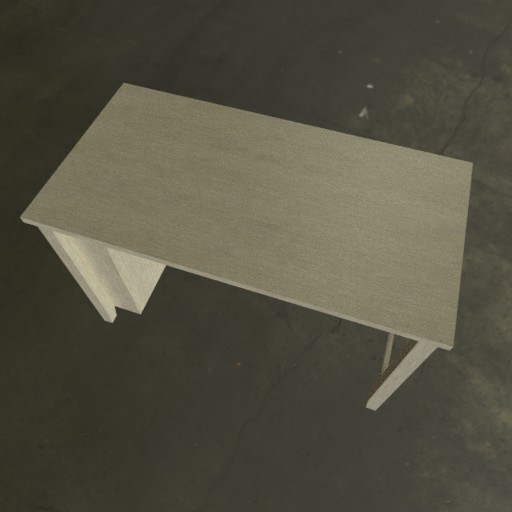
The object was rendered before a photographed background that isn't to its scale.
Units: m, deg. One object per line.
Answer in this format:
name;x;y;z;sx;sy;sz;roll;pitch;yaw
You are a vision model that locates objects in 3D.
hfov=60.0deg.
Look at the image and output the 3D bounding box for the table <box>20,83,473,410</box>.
table;0.000;0.000;1.896;1.397;0.874;0.729;16;59;10
